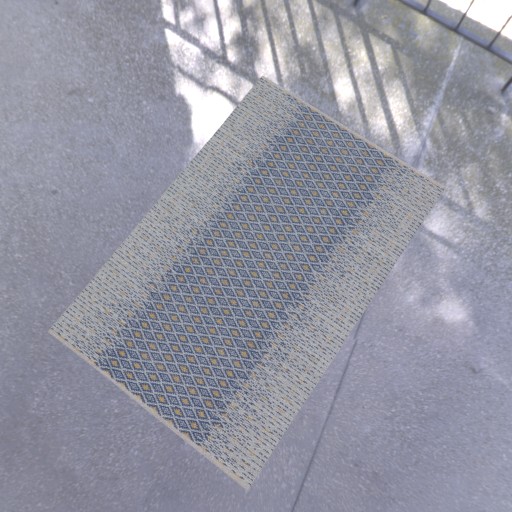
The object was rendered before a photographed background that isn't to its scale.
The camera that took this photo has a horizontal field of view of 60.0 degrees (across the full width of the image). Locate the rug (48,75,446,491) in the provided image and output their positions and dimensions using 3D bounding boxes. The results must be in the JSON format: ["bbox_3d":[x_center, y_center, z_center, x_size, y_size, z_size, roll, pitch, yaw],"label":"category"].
[{"bbox_3d":[0.000,0.000,2.291,1.219,0.005,1.828,35,77,9],"label":"rug"}]
